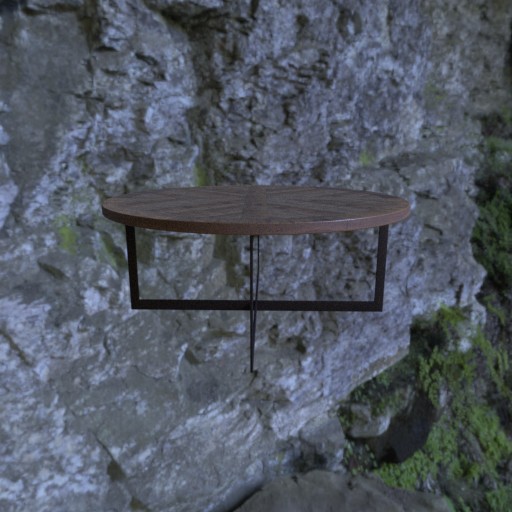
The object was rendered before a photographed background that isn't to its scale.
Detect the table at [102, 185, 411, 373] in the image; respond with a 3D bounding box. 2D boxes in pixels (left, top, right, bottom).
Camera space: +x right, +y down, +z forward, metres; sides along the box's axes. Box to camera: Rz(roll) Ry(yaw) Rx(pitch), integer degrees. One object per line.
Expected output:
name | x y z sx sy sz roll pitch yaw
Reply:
table | 0.000 0.000 1.975 1.264 0.516 1.264 0 14 0
